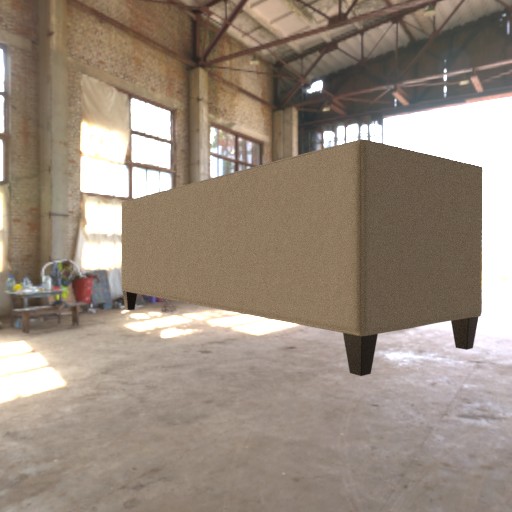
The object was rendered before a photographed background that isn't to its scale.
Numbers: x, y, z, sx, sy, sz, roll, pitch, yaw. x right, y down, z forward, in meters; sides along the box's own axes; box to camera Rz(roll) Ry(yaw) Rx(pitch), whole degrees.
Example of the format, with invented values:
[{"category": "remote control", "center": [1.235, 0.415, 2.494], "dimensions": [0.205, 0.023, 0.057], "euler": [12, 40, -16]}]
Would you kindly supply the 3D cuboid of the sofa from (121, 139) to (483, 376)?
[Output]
[{"category": "sofa", "center": [0.000, 0.000, 2.484], "dimensions": [0.775, 0.762, 2.159], "euler": [0, 0, -37]}]
